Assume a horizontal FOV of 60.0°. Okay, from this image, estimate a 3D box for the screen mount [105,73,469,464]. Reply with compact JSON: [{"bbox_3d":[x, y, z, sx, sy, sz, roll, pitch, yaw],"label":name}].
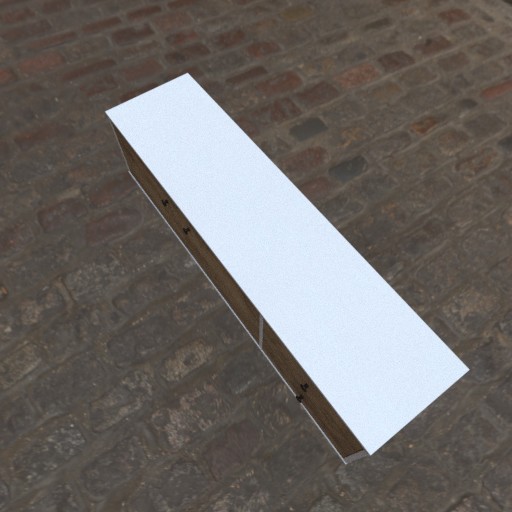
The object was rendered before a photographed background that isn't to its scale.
[{"bbox_3d":[0.000,0.000,1.802,0.418,0.520,1.600,-32,66,-16],"label":"screen mount"}]
